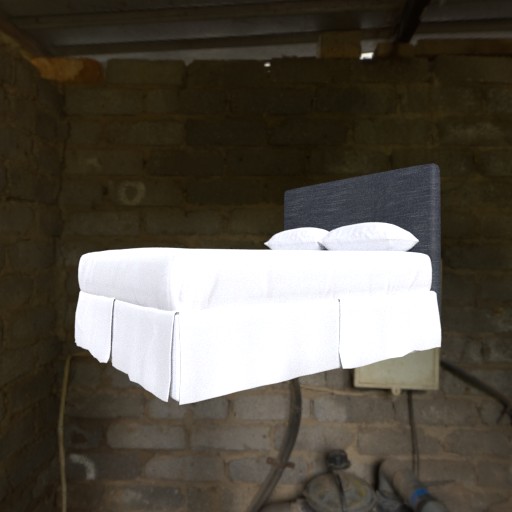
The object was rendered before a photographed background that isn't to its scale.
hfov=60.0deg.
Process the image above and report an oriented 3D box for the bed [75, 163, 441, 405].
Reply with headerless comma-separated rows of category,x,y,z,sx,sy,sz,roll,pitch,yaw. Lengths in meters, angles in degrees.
bed,0.000,0.000,3.174,2.142,1.330,1.723,0,0,-36
